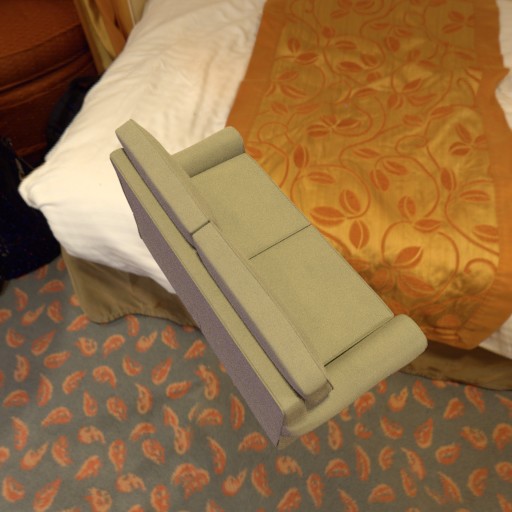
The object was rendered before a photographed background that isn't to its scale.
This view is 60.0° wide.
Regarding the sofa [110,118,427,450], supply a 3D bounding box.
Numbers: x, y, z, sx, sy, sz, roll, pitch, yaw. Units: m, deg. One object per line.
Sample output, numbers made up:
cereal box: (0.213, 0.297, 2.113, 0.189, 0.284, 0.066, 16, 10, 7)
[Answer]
sofa: (0.000, 0.000, 2.443, 0.841, 1.024, 1.823, -29, 62, -17)
